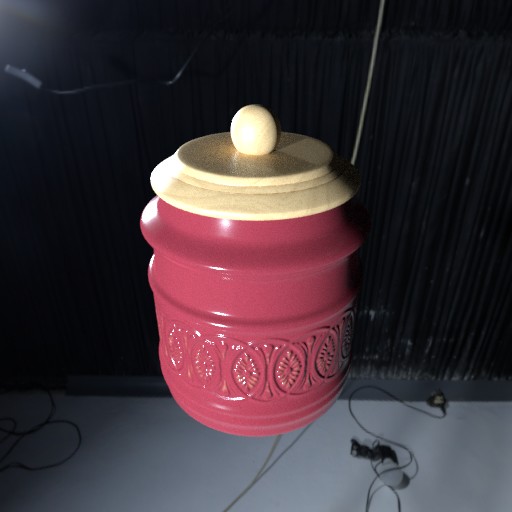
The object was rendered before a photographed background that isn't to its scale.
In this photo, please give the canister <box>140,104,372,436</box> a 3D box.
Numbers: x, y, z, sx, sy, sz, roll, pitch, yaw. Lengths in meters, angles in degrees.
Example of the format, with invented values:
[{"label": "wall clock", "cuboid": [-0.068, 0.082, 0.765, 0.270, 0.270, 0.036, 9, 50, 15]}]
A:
[{"label": "canister", "cuboid": [0.000, 0.000, 0.269, 0.130, 0.176, 0.130, 0, 30, 0]}]
